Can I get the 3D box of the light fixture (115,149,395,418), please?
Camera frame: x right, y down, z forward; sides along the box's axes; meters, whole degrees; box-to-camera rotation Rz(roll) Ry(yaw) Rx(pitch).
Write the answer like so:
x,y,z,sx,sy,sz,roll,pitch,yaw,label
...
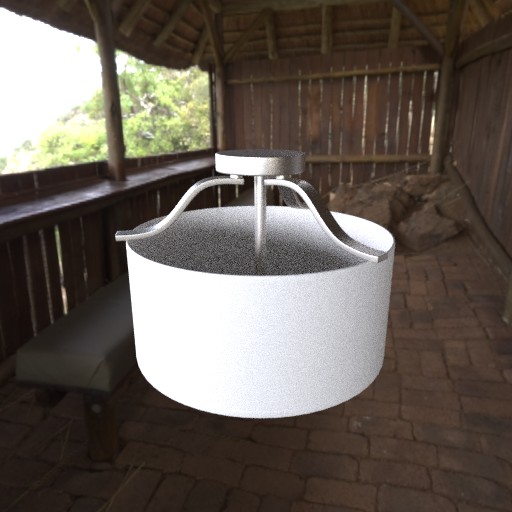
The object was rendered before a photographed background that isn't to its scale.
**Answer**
x,y,z,sx,sy,sz,roll,pitch,yaw,label
0.000,0.000,0.665,0.395,0.304,0.395,0,18,0,light fixture
